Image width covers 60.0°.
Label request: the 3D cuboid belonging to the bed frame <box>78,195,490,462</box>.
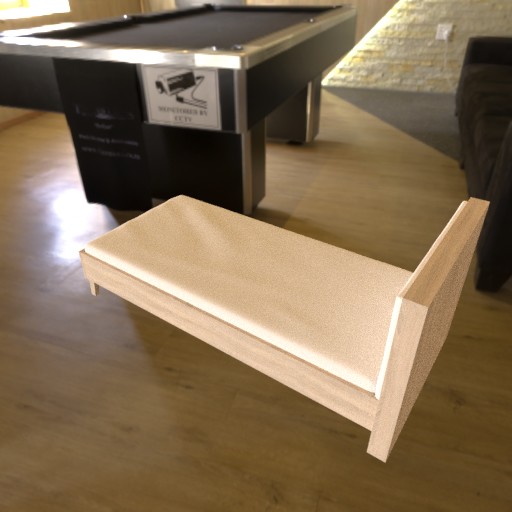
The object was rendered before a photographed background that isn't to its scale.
[{"bbox_3d":[0.000,0.000,2.625,2.140,0.920,0.990,21,39,29],"label":"bed frame"}]
